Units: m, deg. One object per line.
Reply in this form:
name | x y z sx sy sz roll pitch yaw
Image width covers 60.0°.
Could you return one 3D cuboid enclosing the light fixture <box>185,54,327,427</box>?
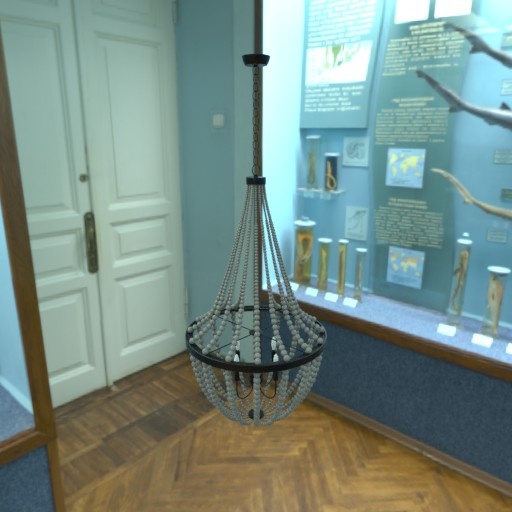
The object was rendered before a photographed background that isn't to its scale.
light fixture | 0.000 0.000 1.361 0.450 1.133 0.450 0 15 0
